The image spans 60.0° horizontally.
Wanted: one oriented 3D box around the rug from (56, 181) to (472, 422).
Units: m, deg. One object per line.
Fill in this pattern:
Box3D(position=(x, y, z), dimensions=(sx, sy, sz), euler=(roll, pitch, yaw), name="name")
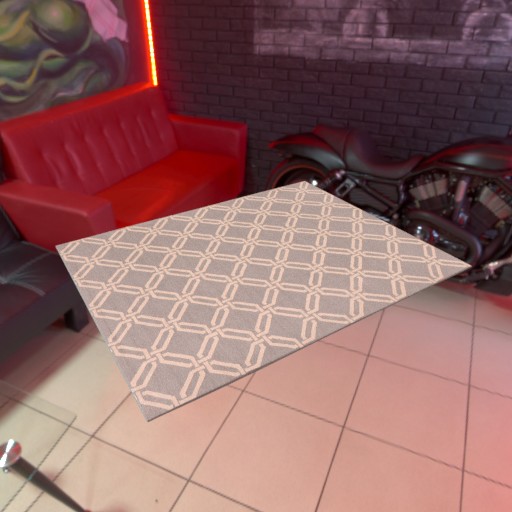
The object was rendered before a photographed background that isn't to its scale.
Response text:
Box3D(position=(0.000, 0.000, 3.911), dimensions=(2.895, 0.018, 2.288), euler=(-19, 36, -28), name="rug")
